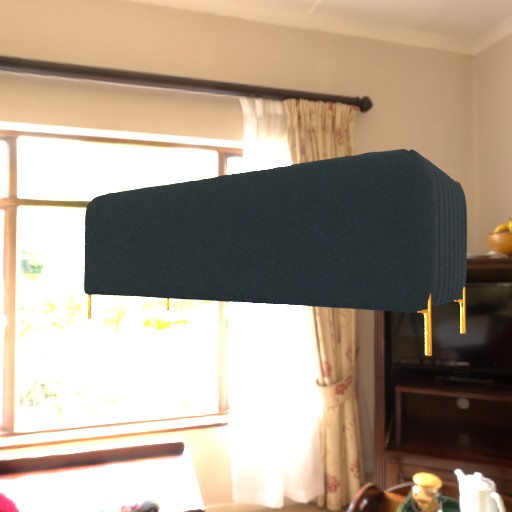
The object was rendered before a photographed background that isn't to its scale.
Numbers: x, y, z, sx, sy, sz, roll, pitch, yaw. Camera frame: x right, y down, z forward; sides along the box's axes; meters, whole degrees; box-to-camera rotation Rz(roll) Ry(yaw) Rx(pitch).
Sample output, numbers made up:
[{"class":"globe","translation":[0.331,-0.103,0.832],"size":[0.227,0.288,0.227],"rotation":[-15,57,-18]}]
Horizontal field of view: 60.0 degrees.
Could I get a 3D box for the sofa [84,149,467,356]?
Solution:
[{"class":"sofa","translation":[0.000,0.000,2.569],"size":[2.136,0.793,0.896],"rotation":[-1,-2,35]}]
